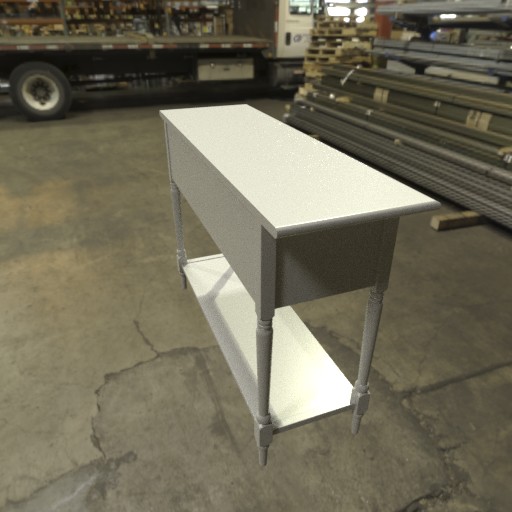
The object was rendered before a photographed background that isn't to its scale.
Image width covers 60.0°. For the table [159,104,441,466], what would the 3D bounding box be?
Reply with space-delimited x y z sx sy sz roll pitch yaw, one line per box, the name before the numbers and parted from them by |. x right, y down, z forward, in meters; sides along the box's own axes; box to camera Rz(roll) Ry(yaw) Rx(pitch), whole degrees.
table | 0.000 0.000 1.563 0.384 0.808 1.197 -11 31 -18
